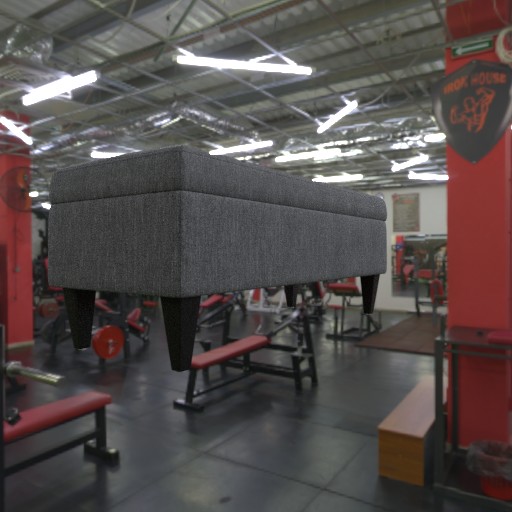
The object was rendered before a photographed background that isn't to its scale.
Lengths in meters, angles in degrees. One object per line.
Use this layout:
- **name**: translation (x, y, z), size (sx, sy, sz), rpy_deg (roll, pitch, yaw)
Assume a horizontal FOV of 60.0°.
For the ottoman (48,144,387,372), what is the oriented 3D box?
- **ottoman**: translation (0.000, 0.000, 1.440), size (0.482, 0.469, 1.151), rpy_deg (1, 1, 36)
